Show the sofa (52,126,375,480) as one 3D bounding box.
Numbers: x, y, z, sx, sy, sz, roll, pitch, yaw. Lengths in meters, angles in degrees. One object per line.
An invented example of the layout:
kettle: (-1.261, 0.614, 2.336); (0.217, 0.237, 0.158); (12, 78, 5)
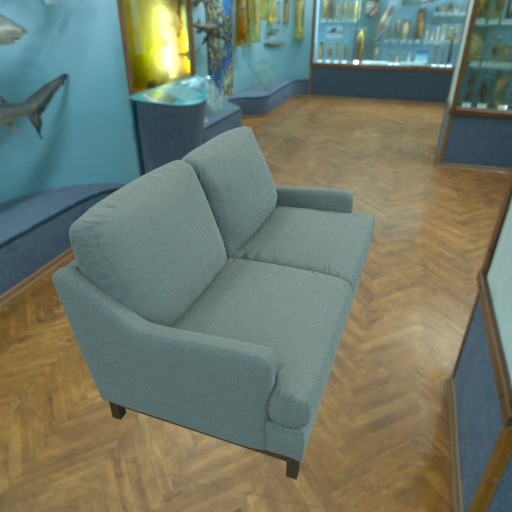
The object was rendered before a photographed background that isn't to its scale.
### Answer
sofa: (0.000, 0.000, 2.174); (0.987, 0.921, 1.589); (11, 31, 18)
